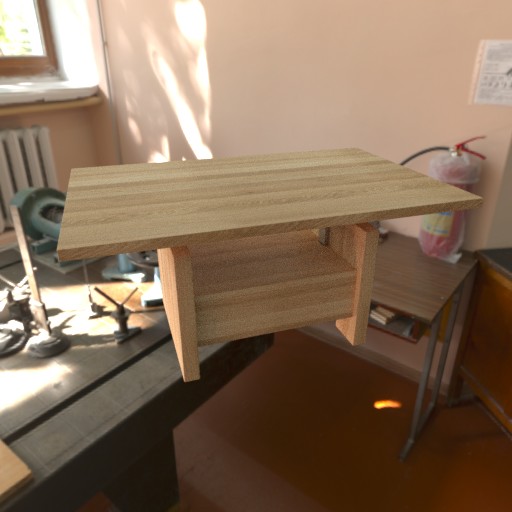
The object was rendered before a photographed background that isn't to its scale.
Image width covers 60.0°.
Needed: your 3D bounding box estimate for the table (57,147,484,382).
[{"bbox_3d":[0.000,0.000,1.483,1.100,0.510,0.700,-8,27,-16],"label":"table"}]
